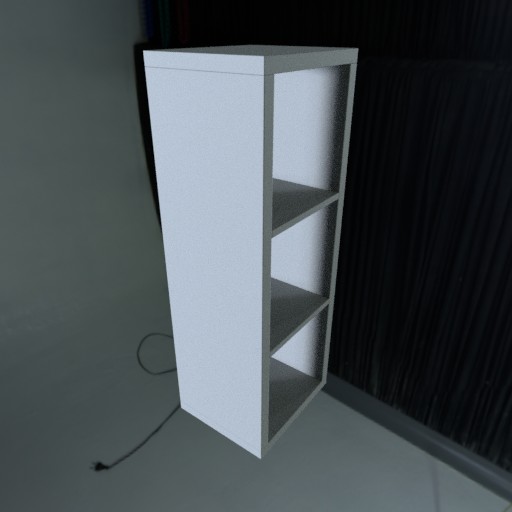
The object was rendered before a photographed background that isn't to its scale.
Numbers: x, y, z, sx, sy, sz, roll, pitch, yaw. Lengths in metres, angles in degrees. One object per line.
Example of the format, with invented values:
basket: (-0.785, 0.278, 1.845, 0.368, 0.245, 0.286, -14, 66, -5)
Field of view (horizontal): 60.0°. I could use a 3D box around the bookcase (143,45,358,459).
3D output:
bookcase: (0.000, 0.000, 1.277, 0.330, 1.080, 0.390, 19, 33, 32)
